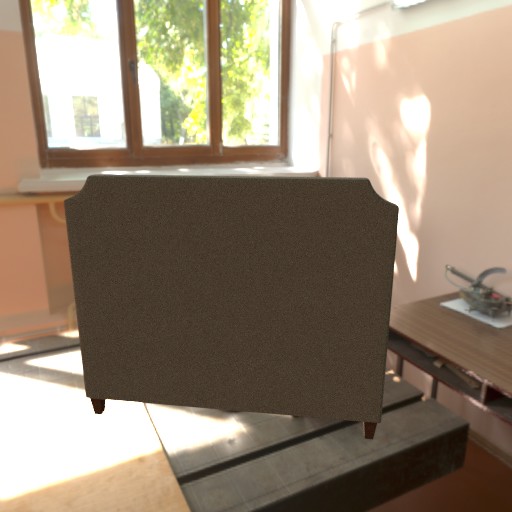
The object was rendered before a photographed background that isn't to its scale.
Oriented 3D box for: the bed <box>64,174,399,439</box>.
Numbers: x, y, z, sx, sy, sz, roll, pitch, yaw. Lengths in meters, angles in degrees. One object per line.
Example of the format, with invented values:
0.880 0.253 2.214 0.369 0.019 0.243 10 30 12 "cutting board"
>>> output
0.000 0.000 3.438 1.703 1.415 2.329 2 15 8 "bed"
